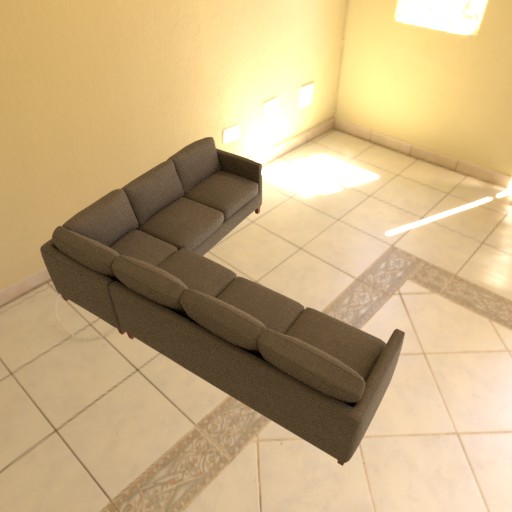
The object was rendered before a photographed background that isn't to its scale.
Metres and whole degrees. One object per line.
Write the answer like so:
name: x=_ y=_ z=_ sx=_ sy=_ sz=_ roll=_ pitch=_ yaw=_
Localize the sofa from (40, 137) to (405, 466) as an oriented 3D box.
sofa: x=0.000 y=0.000 z=4.491 sx=3.302 sy=0.947 sz=2.593 roll=23 pitch=46 yaw=25
